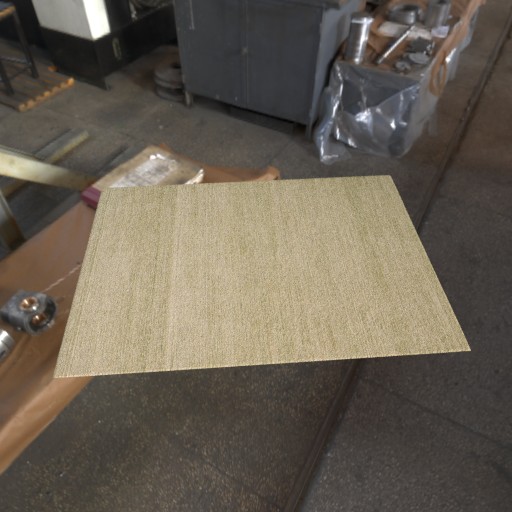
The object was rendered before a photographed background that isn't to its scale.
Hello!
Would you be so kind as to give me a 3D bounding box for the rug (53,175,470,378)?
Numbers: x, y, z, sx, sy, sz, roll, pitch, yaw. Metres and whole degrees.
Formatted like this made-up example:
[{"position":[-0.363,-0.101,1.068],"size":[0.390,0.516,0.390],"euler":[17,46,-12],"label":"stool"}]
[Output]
[{"position":[0.000,0.000,5.100],"size":[3.935,0.025,2.782],"euler":[-3,47,-3],"label":"rug"}]
